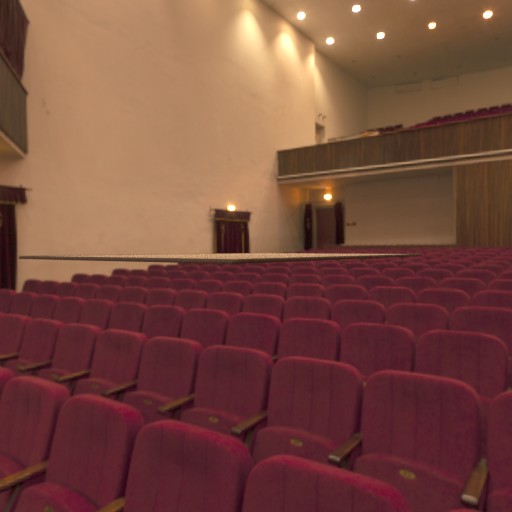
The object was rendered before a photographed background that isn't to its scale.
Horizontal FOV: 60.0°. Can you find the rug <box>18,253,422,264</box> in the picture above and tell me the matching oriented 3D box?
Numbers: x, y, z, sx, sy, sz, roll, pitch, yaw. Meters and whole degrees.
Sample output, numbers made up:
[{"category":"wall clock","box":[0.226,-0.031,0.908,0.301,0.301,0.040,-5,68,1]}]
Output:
[{"category":"rug","box":[0.000,0.000,2.080,1.067,0.013,1.676,1,1,36]}]
